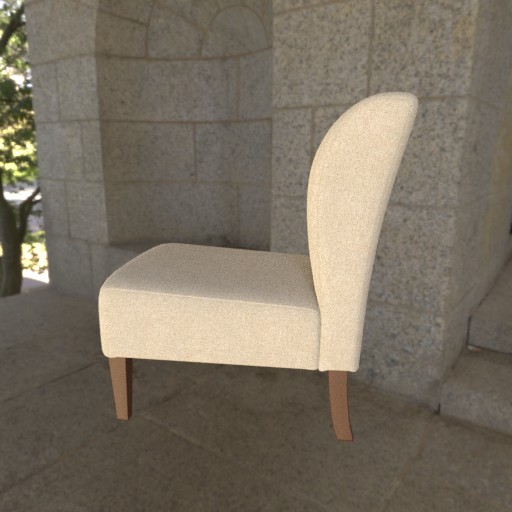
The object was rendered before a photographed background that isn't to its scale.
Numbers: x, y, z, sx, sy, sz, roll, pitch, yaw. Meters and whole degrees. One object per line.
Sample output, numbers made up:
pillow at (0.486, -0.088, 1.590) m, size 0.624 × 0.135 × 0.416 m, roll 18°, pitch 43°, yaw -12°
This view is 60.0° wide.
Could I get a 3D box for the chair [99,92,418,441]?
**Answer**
chair at (0.000, 0.000, 1.288) m, size 0.754 × 0.833 × 0.521 m, roll 2°, pitch 13°, yaw 8°
